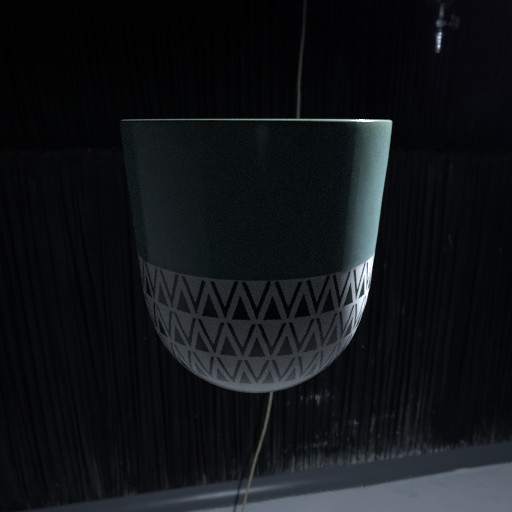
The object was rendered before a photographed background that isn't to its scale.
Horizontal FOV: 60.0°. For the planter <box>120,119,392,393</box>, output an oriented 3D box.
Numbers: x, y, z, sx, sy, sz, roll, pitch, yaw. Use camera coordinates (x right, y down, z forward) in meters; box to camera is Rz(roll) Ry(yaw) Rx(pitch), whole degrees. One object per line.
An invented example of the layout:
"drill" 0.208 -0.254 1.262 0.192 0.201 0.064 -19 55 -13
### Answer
"planter" 0.000 0.000 0.366 0.198 0.214 0.198 0 17 0
